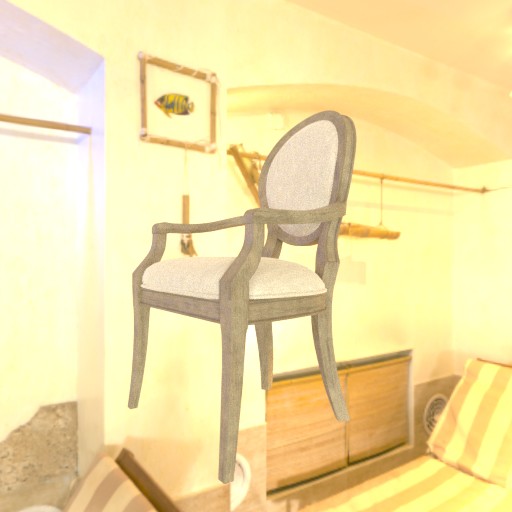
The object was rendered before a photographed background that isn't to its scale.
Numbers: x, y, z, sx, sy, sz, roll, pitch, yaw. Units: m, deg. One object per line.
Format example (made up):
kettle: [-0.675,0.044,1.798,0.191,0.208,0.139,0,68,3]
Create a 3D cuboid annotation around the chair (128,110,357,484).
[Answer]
chair: [0.000,0.000,1.383,0.602,0.991,0.611,0,0,-36]
